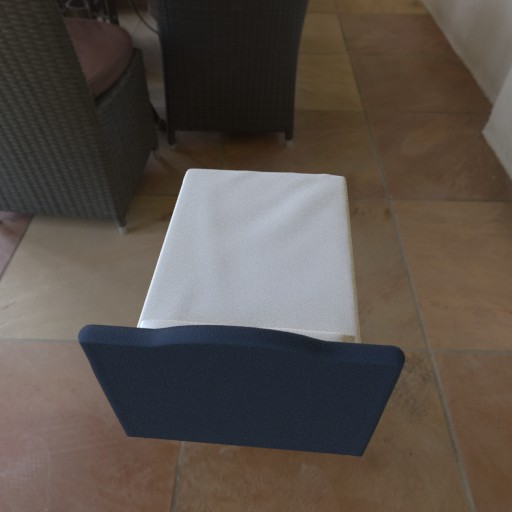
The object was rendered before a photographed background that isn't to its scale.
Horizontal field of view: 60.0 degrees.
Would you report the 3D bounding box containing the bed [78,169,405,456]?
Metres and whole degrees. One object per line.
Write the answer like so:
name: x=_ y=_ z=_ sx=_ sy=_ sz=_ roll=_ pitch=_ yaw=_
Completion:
bed: x=0.000 y=0.000 z=3.538 sx=1.741 sy=1.441 sz=2.507 roll=4 pitch=47 yaw=3
